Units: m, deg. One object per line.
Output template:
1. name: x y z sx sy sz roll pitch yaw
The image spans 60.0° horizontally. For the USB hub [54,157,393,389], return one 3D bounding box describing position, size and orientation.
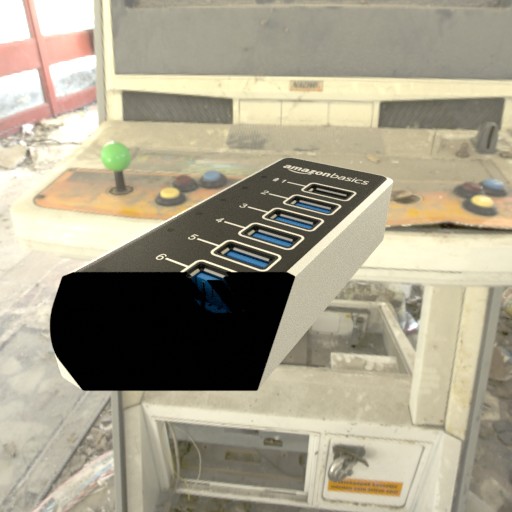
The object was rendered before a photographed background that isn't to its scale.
1. USB hub: 0.000 0.000 0.128 0.044 0.023 0.110 18 35 28
